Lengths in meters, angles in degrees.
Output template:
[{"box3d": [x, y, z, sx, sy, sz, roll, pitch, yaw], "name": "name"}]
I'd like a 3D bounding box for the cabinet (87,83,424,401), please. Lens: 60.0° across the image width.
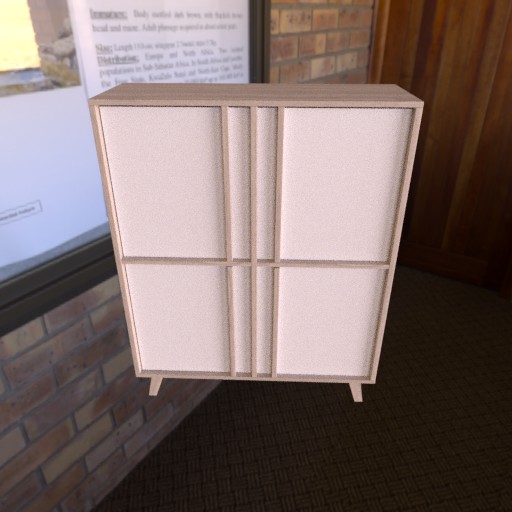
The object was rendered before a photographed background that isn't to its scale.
[{"box3d": [0.000, 0.000, 1.969, 1.111, 1.388, 0.398, 1, 29, 2], "name": "cabinet"}]
